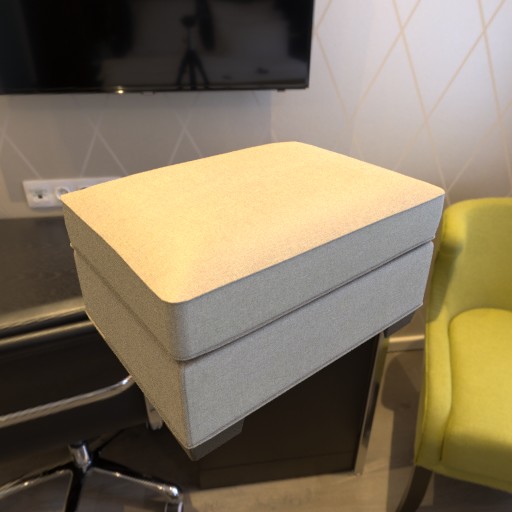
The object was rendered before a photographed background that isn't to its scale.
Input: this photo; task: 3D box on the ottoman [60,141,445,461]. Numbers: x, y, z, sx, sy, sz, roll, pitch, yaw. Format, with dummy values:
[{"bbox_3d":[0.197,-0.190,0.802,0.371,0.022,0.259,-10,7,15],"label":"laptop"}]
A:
[{"bbox_3d":[0.000,0.000,1.260,0.843,0.504,0.619,-21,36,-32],"label":"ottoman"}]
